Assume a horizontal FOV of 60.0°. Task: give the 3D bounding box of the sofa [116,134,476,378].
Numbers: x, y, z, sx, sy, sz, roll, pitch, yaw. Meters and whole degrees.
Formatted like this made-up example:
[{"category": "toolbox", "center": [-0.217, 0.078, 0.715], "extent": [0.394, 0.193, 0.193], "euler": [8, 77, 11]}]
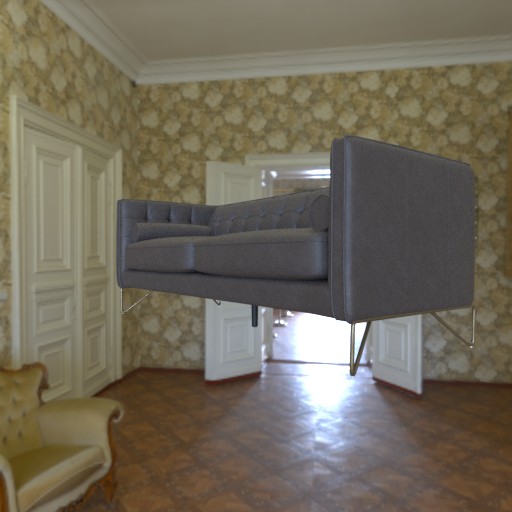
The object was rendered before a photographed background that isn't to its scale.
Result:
[{"category": "sofa", "center": [0.000, 0.000, 2.465], "extent": [0.867, 0.789, 2.087], "euler": [0, 0, -37]}]
